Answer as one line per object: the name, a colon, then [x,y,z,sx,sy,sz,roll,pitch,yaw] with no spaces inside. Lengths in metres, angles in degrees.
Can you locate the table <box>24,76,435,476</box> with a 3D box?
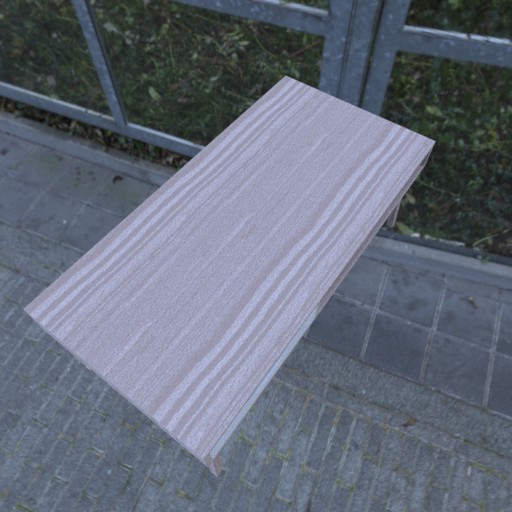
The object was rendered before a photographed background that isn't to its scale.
table: [0.000,0.000,1.489,0.600,0.450,1.200,31,62,19]
